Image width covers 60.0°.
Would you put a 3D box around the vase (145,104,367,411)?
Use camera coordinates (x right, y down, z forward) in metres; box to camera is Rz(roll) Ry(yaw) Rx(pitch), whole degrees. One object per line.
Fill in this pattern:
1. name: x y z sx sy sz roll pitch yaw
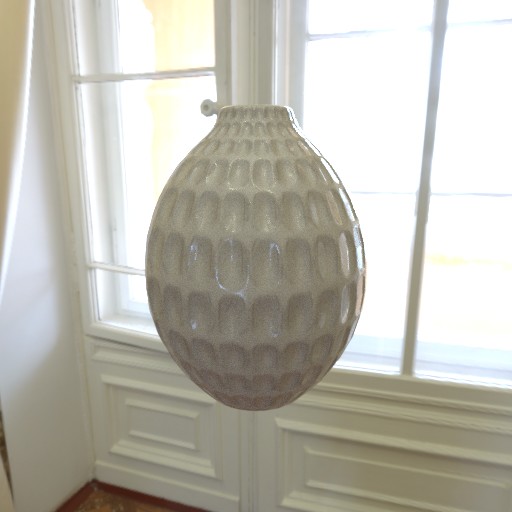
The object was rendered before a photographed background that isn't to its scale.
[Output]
1. vase: 0.000 0.000 0.261 0.128 0.167 0.128 0 14 0
